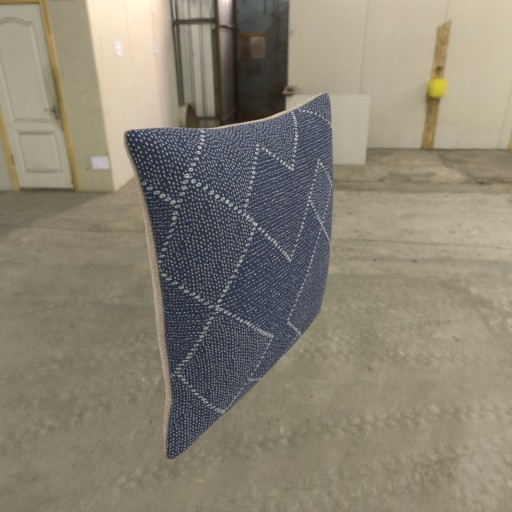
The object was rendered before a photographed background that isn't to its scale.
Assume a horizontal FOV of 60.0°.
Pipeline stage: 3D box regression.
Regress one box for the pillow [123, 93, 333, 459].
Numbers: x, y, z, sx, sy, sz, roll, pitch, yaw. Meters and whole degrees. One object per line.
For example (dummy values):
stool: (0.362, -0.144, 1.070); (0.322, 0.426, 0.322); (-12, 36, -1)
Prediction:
pillow: (0.000, 0.000, 0.662); (0.148, 0.428, 0.435); (16, 30, 30)
